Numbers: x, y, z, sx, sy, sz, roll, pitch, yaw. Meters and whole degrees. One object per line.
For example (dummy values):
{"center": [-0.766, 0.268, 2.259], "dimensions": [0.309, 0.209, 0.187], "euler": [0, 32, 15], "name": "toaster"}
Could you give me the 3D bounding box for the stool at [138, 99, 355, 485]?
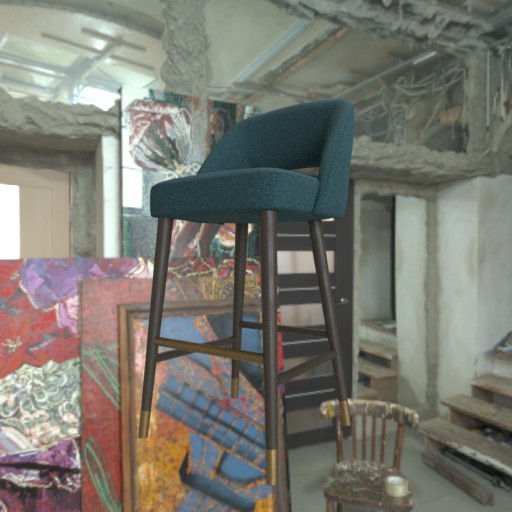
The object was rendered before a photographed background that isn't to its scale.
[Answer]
{"center": [0.000, 0.000, 1.334], "dimensions": [0.536, 1.032, 0.522], "euler": [0, 1, 35], "name": "stool"}
